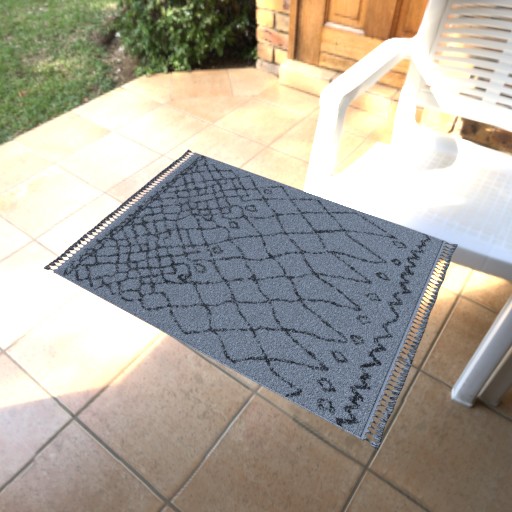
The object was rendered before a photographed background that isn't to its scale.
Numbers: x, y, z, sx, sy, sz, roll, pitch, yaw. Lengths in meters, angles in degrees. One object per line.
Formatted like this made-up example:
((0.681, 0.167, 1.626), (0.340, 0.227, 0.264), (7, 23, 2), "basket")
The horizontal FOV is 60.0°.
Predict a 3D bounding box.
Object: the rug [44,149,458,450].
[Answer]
((0.000, 0.000, 3.006), (2.312, 0.017, 1.613), (23, 51, 20), "rug")
